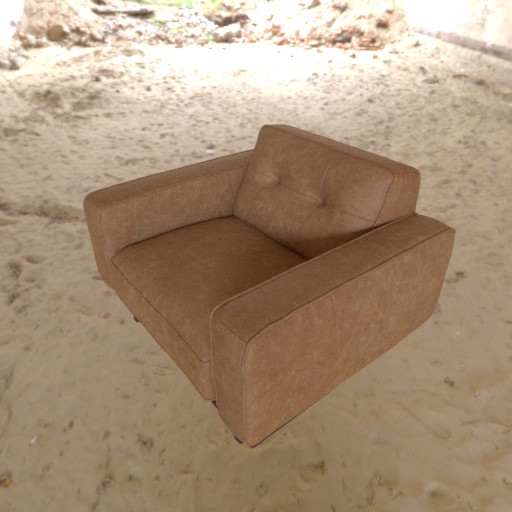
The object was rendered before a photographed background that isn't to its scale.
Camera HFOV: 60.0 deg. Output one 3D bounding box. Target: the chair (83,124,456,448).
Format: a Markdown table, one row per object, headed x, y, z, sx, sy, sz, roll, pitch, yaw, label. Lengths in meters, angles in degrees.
| x | y | z | sx | sy | sz | roll | pitch | yaw | label |
| --- | --- | --- | --- | --- | --- | --- | --- | --- | --- |
| 0.000 | 0.000 | 1.738 | 0.952 | 0.782 | 1.118 | -23 | 39 | -32 | chair |
